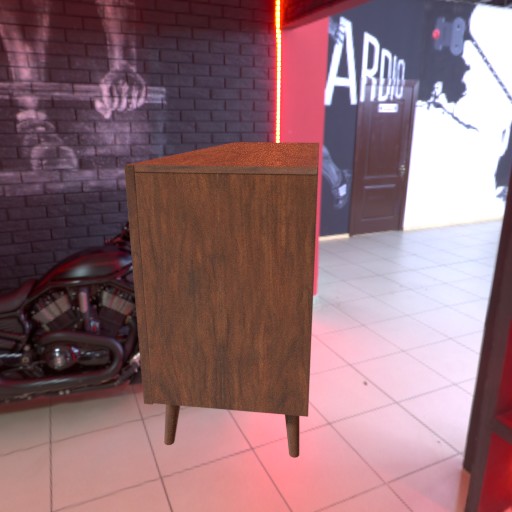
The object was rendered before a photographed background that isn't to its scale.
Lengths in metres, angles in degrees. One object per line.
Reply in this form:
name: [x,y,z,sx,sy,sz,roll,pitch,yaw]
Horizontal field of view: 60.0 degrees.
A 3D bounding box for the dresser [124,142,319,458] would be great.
dresser: [0.000,0.000,1.901,0.500,0.889,1.472,2,17,8]
